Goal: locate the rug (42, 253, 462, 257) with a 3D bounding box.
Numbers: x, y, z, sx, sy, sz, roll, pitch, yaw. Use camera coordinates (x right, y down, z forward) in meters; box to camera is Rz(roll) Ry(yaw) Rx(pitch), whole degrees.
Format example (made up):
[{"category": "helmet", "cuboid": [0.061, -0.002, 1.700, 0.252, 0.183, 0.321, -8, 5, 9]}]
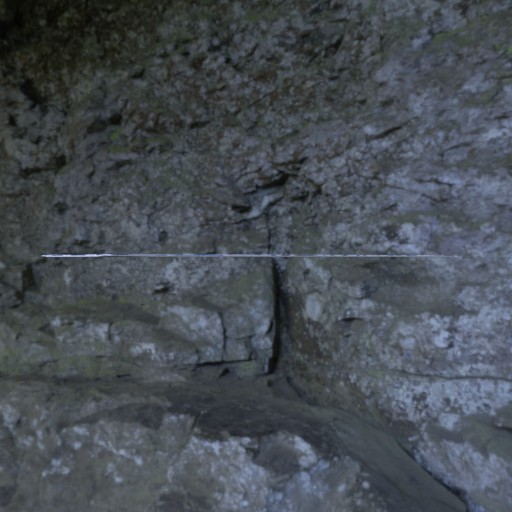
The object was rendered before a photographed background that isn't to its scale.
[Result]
[{"category": "rug", "cuboid": [0.000, 0.000, 2.108, 1.698, 0.013, 1.072, 0, 0, -35]}]
